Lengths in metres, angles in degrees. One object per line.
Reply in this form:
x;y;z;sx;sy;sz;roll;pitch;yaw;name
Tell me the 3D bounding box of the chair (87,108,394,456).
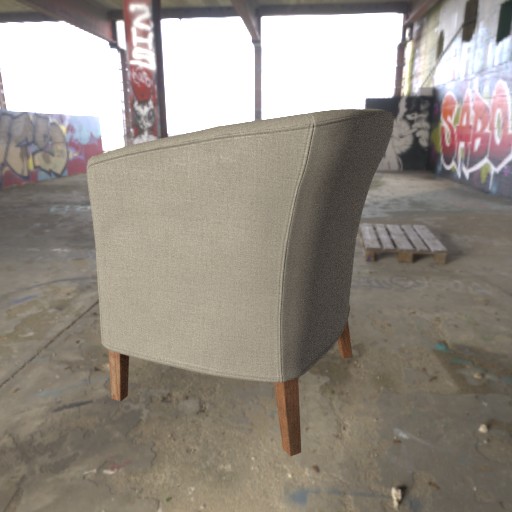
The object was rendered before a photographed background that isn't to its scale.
0.000;0.000;1.242;0.668;0.771;0.600;8;18;24;chair
